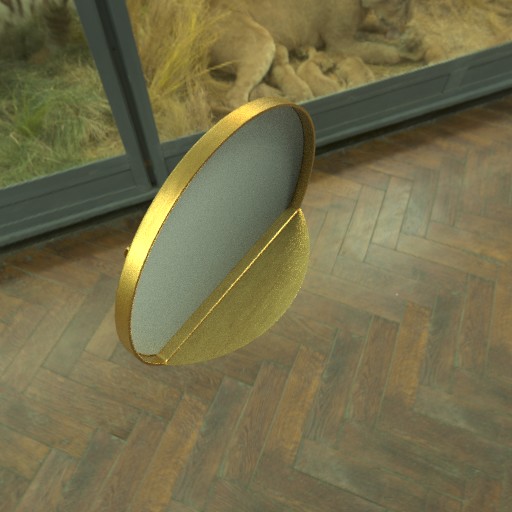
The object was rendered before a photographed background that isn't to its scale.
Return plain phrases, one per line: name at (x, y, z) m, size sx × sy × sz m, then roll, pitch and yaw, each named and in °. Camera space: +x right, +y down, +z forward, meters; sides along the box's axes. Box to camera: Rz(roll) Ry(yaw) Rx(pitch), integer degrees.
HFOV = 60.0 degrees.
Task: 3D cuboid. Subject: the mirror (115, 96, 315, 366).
mirror at (0.000, 0.000, 0.695) m, size 0.133 × 0.457 × 0.457 m, roll 32°, pitch 63°, yaw 18°
